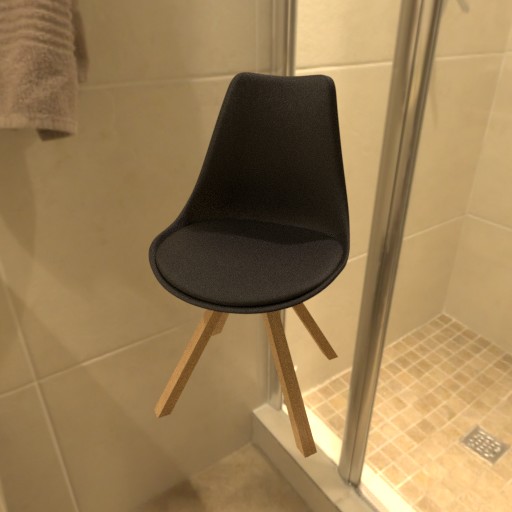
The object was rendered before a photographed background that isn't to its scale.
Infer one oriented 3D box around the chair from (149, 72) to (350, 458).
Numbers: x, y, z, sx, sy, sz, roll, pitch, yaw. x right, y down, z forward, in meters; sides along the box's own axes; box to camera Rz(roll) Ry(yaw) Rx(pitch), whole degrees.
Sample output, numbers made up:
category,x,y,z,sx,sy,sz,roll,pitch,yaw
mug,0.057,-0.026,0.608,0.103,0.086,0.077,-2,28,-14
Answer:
category,x,y,z,sx,sy,sz,roll,pitch,yaw
chair,0.000,0.000,1.172,0.485,0.850,0.549,8,29,15
